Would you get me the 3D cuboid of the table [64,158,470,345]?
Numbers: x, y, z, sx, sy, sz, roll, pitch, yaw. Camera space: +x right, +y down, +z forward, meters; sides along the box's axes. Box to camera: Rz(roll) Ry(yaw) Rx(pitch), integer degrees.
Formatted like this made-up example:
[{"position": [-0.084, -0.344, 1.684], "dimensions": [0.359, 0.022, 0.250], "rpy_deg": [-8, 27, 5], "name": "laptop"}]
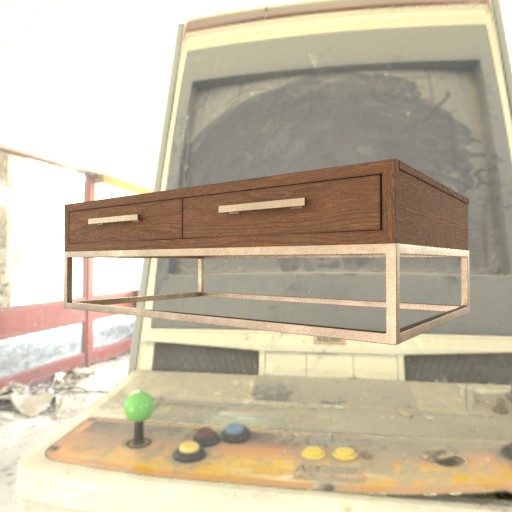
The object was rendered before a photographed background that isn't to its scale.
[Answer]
[{"position": [0.000, 0.000, 1.472], "dimensions": [1.167, 0.361, 0.719], "rpy_deg": [-1, -1, 36], "name": "table"}]
